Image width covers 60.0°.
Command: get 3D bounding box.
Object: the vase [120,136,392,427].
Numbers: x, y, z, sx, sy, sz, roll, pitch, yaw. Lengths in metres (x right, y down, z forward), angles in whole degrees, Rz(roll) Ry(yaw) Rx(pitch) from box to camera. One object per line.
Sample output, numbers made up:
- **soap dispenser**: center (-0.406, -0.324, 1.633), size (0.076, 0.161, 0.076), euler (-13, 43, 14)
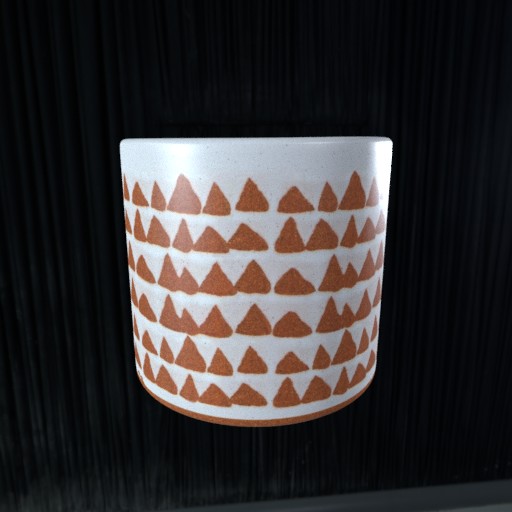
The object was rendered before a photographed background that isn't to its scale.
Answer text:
- **vase**: center (0.000, 0.000, 0.247), size (0.137, 0.127, 0.137), euler (0, 14, 0)
